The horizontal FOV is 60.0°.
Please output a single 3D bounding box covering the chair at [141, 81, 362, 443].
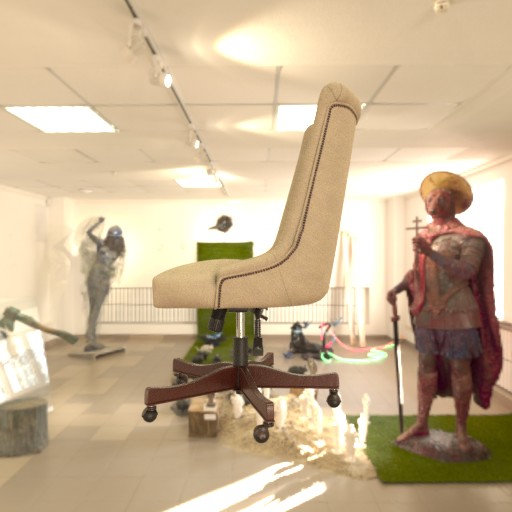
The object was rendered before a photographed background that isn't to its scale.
[{"bbox_3d":[0.000,0.000,1.498,0.696,1.010,0.645,0,0,0],"label":"chair"}]
